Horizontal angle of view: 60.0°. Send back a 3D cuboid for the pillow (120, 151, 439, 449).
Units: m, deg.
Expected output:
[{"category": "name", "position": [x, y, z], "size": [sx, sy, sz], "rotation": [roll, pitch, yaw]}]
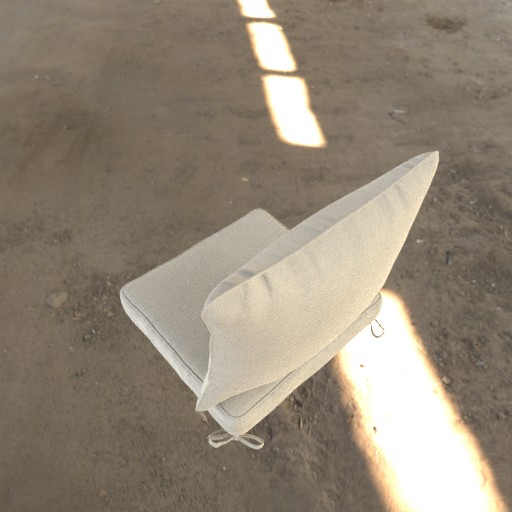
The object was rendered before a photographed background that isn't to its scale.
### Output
[{"category": "pillow", "position": [0.000, 0.000, 1.365], "size": [0.798, 0.716, 0.733], "rotation": [-33, 55, -27]}]
